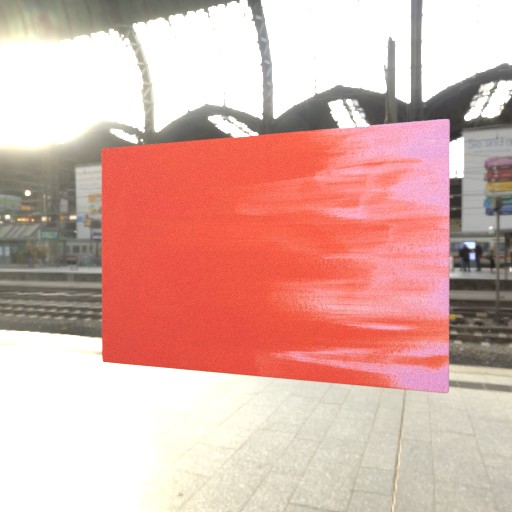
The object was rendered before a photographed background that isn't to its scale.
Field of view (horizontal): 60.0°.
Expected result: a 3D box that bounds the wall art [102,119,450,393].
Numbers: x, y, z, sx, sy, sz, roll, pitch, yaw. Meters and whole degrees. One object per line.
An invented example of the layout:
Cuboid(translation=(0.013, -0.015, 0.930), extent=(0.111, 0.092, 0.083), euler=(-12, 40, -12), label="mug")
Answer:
Cuboid(translation=(0.000, 0.000, 1.140), extent=(0.913, 0.609, 0.040), euler=(0, 0, 18), label="wall art")
